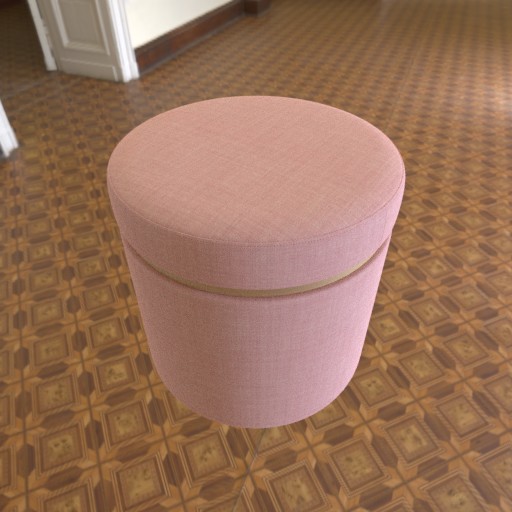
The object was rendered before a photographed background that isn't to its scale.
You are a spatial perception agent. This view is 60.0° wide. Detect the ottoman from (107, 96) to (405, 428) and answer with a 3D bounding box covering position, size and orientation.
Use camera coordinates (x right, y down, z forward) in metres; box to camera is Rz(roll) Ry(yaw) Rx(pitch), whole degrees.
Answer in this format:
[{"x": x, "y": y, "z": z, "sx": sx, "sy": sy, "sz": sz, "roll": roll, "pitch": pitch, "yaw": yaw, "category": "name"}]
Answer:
[{"x": 0.000, "y": 0.000, "z": 0.725, "sx": 0.400, "sy": 0.406, "sz": 0.400, "roll": 0, "pitch": 41, "yaw": 0, "category": "ottoman"}]
